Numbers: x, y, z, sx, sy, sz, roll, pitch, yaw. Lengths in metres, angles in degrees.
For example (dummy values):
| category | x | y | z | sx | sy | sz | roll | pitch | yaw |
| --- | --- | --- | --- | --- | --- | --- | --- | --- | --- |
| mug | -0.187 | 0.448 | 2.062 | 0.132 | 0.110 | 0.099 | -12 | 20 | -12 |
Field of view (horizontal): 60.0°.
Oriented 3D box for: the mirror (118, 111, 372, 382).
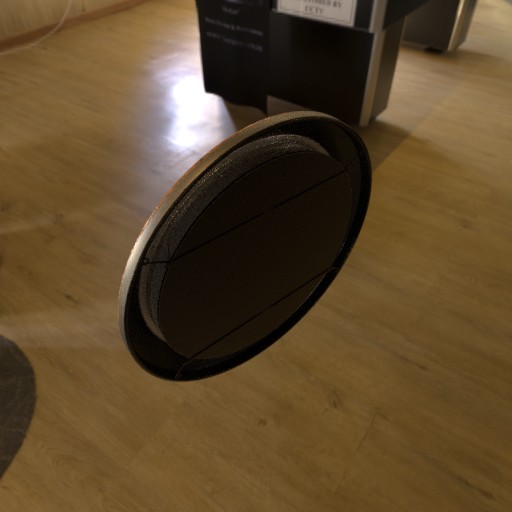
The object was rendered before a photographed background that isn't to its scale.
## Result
| category | x | y | z | sx | sy | sz | roll | pitch | yaw |
| --- | --- | --- | --- | --- | --- | --- | --- | --- | --- |
| mirror | 0.000 | 0.000 | 1.343 | 0.907 | 0.907 | 0.111 | -30 | 52 | -26 |
